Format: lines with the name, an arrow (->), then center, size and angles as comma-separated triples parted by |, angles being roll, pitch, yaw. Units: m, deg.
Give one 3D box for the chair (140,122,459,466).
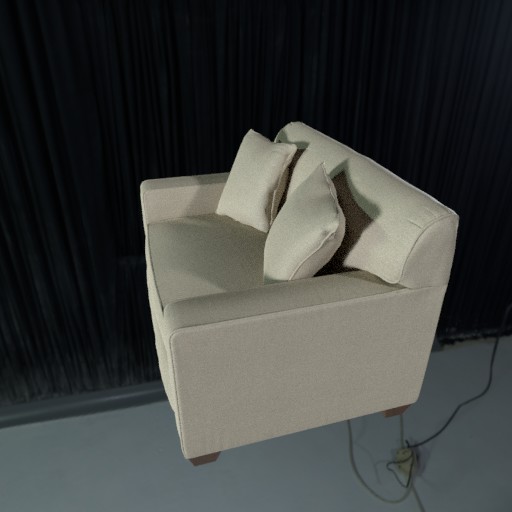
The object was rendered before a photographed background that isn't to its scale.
chair -> 0.000, 0.000, 2.046 | 1.000, 0.948, 1.383 | -8, 30, -14
